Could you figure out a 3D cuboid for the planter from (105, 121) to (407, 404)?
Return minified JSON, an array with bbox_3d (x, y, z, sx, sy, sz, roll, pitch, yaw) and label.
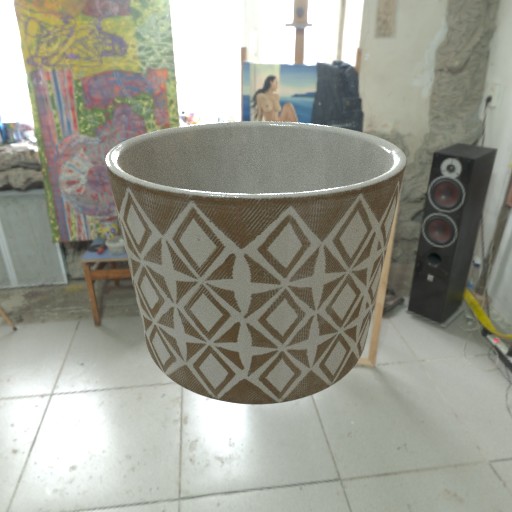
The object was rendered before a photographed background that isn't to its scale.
[{"bbox_3d":[0.000,0.000,0.450,0.260,0.220,0.260,0,27,0],"label":"planter"}]
